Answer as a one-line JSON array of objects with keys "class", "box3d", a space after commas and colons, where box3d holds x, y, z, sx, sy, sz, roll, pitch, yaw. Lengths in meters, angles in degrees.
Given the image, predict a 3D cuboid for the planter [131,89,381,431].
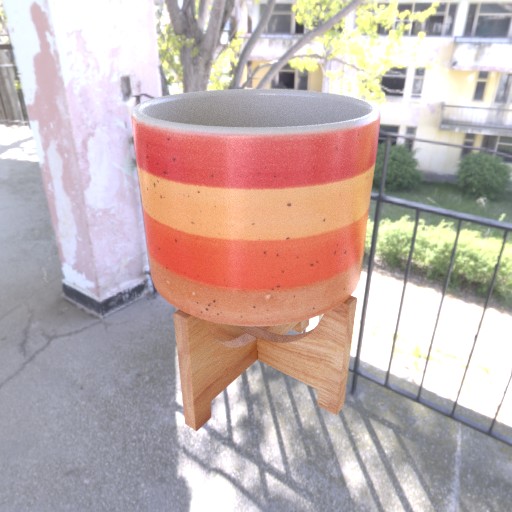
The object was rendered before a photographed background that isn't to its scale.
[{"class": "planter", "box3d": [0.000, 0.000, 0.409, 0.199, 0.268, 0.199, 0, 28, 0]}]
